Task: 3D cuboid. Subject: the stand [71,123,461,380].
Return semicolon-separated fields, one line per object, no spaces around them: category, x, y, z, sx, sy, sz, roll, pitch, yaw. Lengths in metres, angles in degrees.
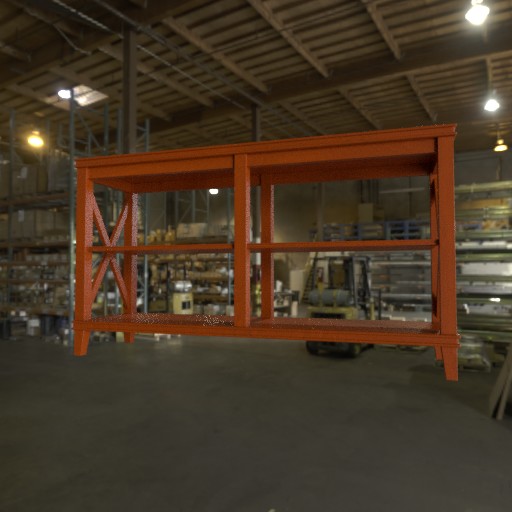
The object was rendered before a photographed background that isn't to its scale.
stand;0.000;0.000;1.690;1.372;0.762;0.381;-1;-2;17
